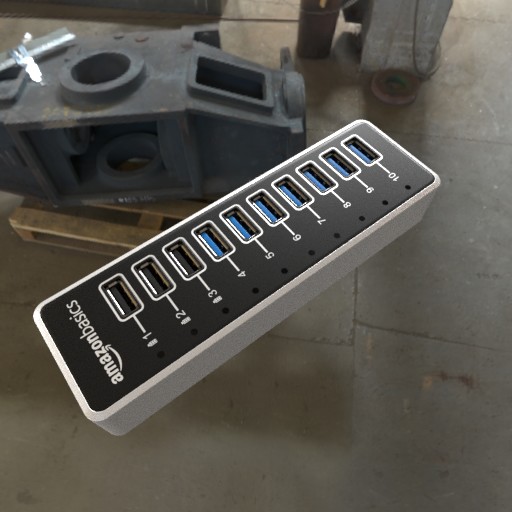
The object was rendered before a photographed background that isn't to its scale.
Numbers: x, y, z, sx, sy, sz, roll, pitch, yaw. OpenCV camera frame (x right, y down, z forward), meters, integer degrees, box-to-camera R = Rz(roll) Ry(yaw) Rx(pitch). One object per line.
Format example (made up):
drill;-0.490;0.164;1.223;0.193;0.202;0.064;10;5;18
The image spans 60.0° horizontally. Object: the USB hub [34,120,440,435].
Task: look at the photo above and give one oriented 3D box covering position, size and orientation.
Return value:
USB hub;0.000;0.000;0.161;0.145;0.023;0.044;-33;64;-18
